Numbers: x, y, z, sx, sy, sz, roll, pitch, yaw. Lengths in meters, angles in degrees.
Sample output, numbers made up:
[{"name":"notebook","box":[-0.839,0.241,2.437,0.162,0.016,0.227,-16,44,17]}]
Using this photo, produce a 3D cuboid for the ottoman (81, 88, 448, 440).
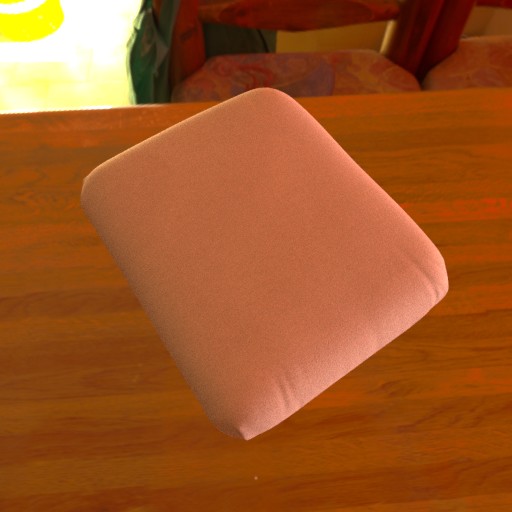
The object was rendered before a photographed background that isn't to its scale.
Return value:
[{"name":"ottoman","box":[0.000,0.000,1.156,0.622,0.450,0.746,-31,68,-15]}]
